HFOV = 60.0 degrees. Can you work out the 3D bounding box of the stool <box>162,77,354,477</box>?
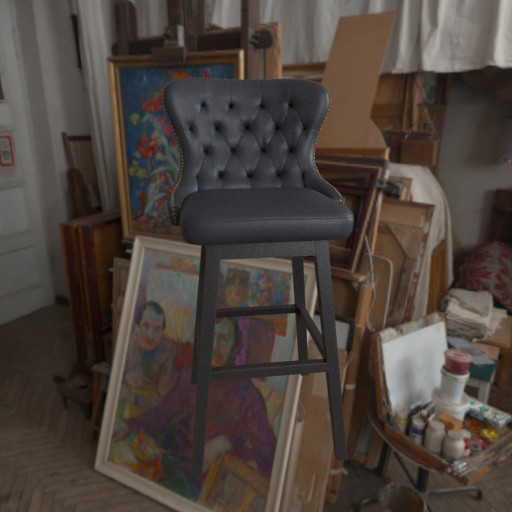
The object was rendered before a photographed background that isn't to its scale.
[{"bbox_3d":[0.000,0.000,1.356,0.528,1.050,0.601,-3,18,-8],"label":"stool"}]
